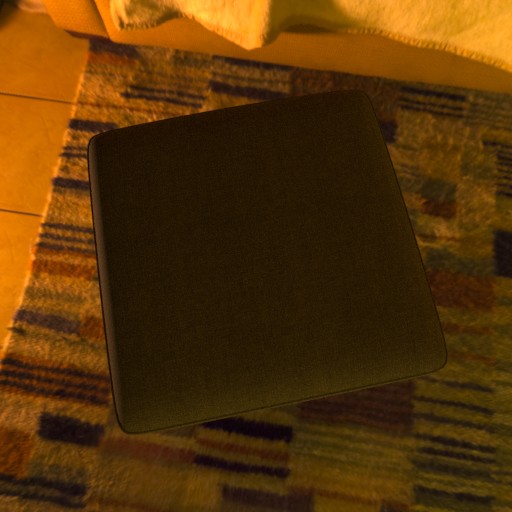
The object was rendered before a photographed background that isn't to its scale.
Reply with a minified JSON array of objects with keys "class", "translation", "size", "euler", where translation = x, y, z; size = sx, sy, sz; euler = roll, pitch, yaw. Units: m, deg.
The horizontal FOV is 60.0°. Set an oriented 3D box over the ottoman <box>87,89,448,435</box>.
[{"class":"ottoman","translation":[0.000,0.000,1.664],"size":[1.067,0.559,1.067],"euler":[-11,75,-3]}]
